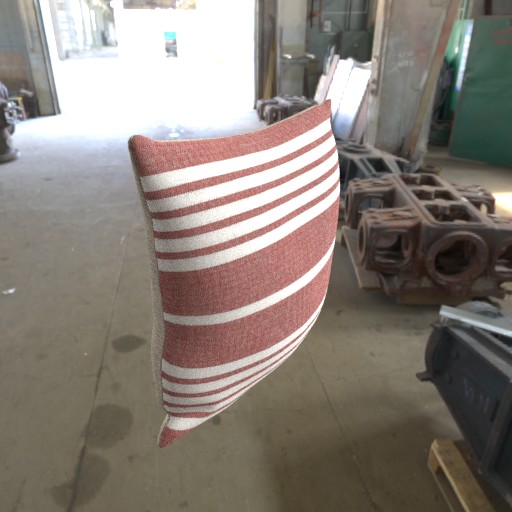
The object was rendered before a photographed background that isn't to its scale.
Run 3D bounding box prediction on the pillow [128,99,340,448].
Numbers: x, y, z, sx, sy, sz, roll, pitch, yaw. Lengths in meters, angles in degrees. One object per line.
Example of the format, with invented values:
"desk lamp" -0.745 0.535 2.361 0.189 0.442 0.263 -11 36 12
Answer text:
"pillow" 0.000 0.000 0.676 0.182 0.427 0.439 18 31 31
